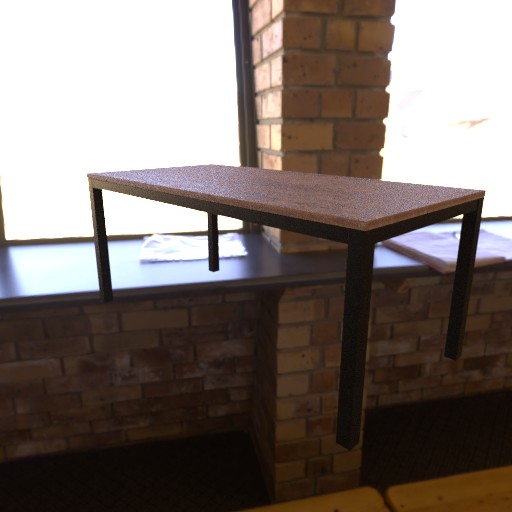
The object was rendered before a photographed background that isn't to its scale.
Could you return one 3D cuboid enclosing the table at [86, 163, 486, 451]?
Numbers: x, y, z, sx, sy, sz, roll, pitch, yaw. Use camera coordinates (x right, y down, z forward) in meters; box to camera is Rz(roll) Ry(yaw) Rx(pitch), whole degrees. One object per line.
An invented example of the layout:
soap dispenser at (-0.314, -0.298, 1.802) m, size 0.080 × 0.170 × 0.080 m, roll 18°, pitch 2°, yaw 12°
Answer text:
table at (0.000, 0.000, 2.260) m, size 0.893 × 0.767 × 1.805 m, roll -15°, pitch 22°, yaw -42°
